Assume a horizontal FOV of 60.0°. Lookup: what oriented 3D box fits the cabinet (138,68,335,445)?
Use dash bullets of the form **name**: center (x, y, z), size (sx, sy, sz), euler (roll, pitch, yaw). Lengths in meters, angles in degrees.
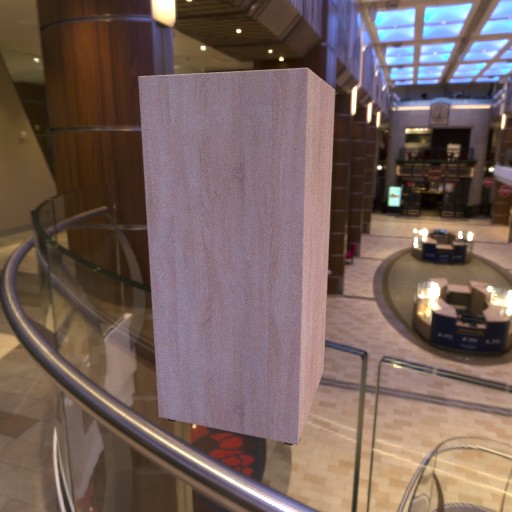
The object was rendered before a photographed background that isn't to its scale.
- **cabinet**: center (0.000, 0.000, 2.872), size (1.327, 2.120, 1.094), euler (-7, 16, -26)
